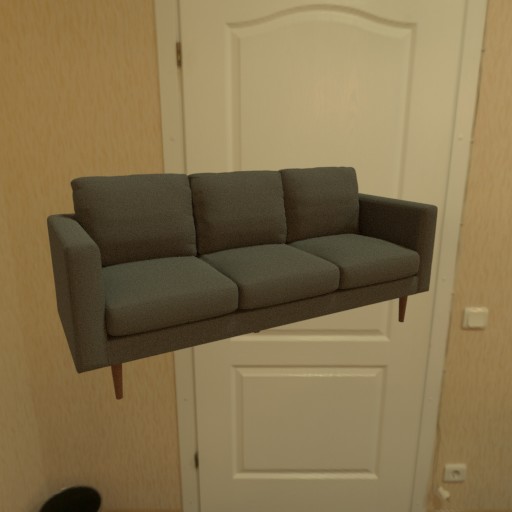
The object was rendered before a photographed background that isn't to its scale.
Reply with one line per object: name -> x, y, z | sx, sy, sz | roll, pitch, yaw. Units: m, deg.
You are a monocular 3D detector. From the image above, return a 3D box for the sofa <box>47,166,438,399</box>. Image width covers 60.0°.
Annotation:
sofa -> 0.000, 0.000, 2.473 | 2.029, 0.912, 0.802 | -8, 17, -28
